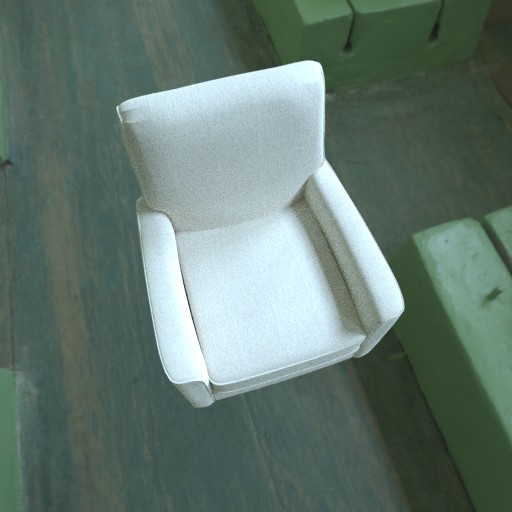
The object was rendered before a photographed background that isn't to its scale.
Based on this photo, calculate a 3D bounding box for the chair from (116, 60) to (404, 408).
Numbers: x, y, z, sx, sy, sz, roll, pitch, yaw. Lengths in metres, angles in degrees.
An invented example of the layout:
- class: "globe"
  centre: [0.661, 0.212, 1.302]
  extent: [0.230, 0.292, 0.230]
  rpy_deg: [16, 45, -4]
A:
- class: "chair"
  centre: [0.000, 0.000, 1.676]
  extent: [0.841, 1.028, 0.858]
  rpy_deg: [-16, 65, -8]
